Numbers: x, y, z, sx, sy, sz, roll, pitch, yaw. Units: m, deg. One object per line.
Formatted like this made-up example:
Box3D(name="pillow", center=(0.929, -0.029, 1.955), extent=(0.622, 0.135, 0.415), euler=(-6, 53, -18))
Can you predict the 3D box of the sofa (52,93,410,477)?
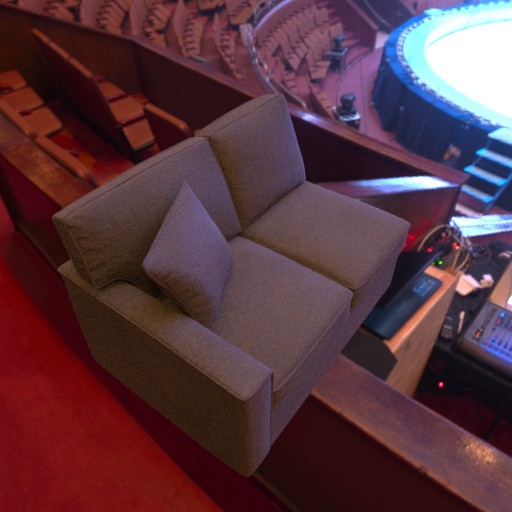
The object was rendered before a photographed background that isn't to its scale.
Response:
Box3D(name="sofa", center=(0.000, 0.000, 2.062), extent=(0.991, 0.989, 1.388), euler=(26, 48, 27))
